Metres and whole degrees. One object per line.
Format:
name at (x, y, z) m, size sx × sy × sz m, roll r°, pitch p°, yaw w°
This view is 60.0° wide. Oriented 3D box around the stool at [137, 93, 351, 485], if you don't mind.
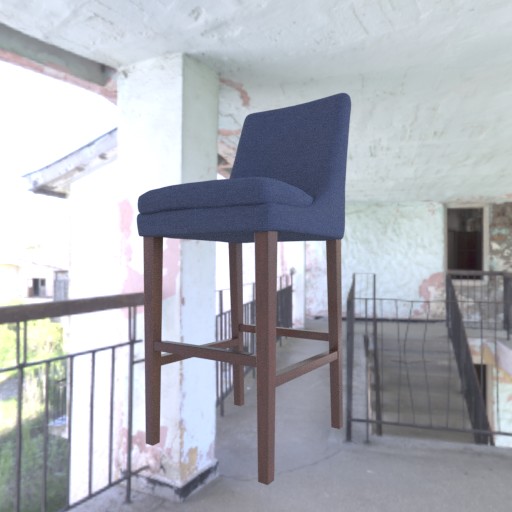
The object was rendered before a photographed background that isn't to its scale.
stool at (0.000, 0.000, 1.369) m, size 0.470 × 1.078 × 0.577 m, roll 0°, pitch -1°, yaw 34°
